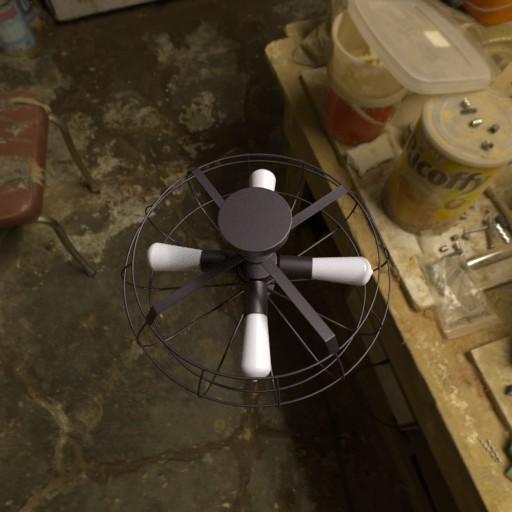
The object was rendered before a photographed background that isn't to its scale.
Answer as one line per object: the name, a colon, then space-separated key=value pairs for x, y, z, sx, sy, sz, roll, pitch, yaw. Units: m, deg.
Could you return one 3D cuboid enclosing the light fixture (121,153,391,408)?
light fixture: x=0.000 y=0.000 z=0.917 sx=0.582 sy=0.311 sz=0.582 roll=0 pitch=64 yaw=0
